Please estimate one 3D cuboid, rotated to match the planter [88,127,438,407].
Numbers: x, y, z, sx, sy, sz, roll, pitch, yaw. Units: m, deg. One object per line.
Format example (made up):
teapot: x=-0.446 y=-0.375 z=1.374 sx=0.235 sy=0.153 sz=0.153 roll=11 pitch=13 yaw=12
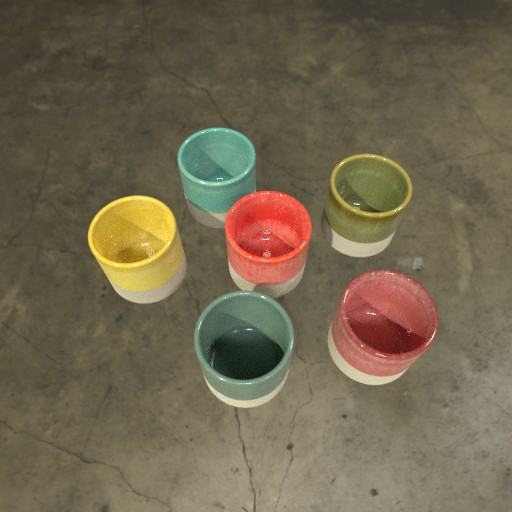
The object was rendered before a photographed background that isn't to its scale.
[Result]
planter: x=0.000 y=0.000 z=0.408 sx=0.286 sy=0.075 sz=0.257 roll=0 pitch=59 yaw=0
